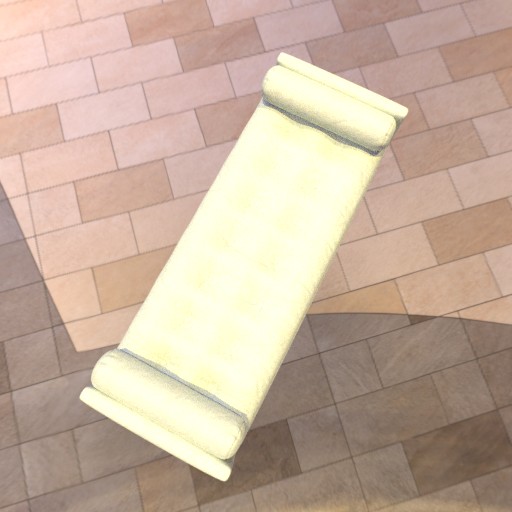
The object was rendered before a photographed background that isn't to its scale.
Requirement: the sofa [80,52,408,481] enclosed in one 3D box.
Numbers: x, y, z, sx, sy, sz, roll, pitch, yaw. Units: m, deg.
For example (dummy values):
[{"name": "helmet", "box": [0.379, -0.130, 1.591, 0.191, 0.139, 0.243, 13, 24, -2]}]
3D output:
[{"name": "sofa", "box": [0.000, 0.000, 2.488, 0.796, 0.705, 2.102, 27, 78, 6]}]
